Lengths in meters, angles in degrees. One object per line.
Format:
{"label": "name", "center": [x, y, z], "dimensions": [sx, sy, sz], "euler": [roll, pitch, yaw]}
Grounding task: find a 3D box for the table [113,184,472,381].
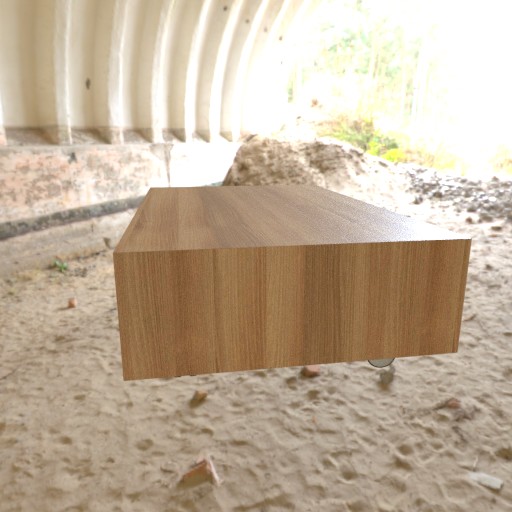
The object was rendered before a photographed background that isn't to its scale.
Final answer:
{"label": "table", "center": [0.000, 0.000, 1.407], "dimensions": [0.700, 0.330, 1.100], "euler": [-2, 15, -9]}
